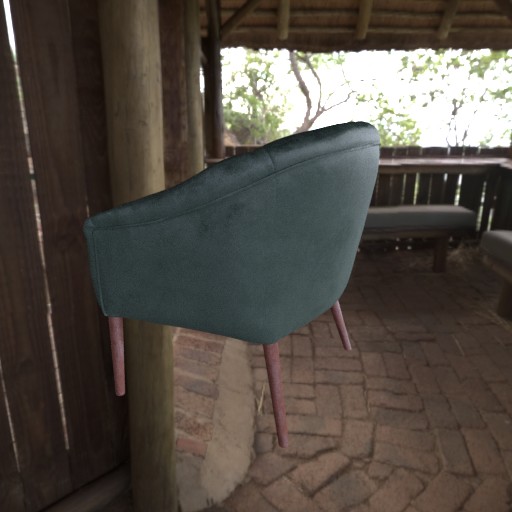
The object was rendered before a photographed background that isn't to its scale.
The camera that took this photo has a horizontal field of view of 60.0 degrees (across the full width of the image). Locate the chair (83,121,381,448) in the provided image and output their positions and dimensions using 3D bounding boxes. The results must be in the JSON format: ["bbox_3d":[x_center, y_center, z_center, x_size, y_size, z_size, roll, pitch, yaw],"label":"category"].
[{"bbox_3d":[0.000,0.000,1.524,0.776,0.885,0.851,8,18,26],"label":"chair"}]
